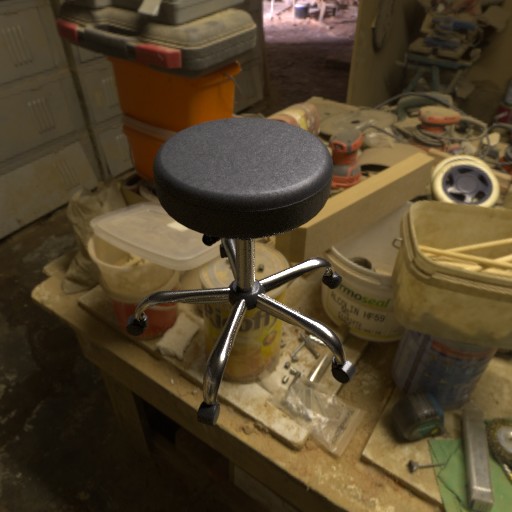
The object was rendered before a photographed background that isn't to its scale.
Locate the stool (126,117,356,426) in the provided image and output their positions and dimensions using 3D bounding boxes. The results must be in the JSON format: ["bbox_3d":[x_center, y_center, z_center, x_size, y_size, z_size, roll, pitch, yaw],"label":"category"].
[{"bbox_3d":[0.000,0.000,1.151,0.638,0.576,0.673,25,46,27],"label":"stool"}]
